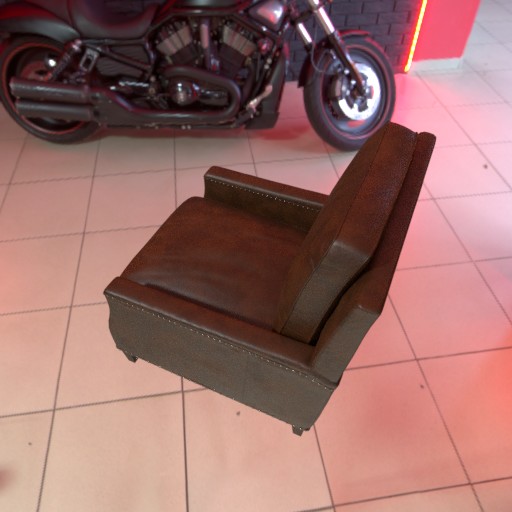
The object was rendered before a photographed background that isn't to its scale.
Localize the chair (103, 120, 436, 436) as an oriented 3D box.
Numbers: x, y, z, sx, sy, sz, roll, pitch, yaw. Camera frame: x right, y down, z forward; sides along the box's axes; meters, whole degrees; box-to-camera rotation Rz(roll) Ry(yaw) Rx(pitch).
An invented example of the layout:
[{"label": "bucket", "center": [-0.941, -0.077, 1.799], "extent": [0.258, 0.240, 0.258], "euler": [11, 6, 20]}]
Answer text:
[{"label": "chair", "center": [0.000, 0.000, 1.780], "extent": [1.035, 1.054, 0.854], "euler": [18, 50, 16]}]
